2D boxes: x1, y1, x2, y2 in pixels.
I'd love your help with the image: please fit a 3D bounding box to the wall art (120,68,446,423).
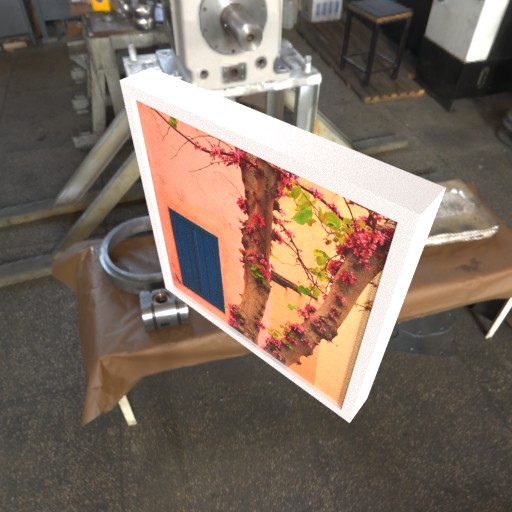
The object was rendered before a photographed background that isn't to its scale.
[{"bbox_3d":[0.000,0.000,0.466,0.305,0.302,0.038,31,53,27],"label":"wall art"}]
